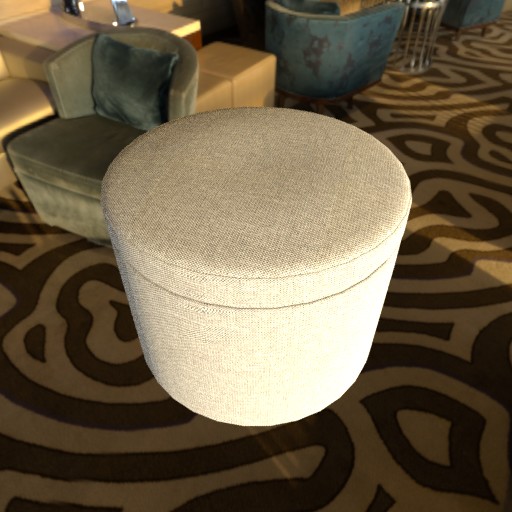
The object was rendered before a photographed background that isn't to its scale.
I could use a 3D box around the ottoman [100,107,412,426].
[{"bbox_3d":[0.000,0.000,0.854,0.500,0.419,0.500,0,42,0],"label":"ottoman"}]
